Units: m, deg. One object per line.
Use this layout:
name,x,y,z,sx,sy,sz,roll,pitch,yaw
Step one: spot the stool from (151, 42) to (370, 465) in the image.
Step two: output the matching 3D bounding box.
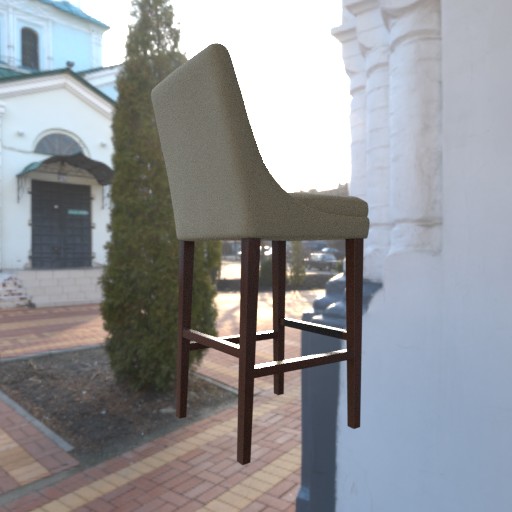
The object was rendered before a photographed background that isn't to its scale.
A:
stool,0.000,0.000,1.415,0.577,1.078,0.470,-1,1,-35
